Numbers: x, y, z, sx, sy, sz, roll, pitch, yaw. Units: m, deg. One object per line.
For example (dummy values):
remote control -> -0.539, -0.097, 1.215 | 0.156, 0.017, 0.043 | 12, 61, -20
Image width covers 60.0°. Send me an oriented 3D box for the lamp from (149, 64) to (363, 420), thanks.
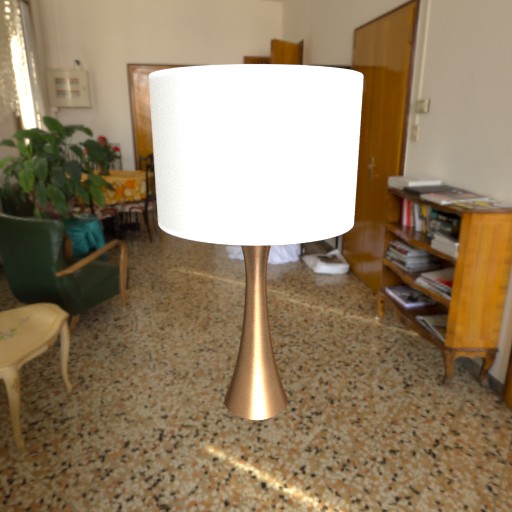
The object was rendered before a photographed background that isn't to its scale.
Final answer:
lamp -> 0.000, 0.000, 0.637 | 0.268, 0.479, 0.268 | 16, 23, 43
